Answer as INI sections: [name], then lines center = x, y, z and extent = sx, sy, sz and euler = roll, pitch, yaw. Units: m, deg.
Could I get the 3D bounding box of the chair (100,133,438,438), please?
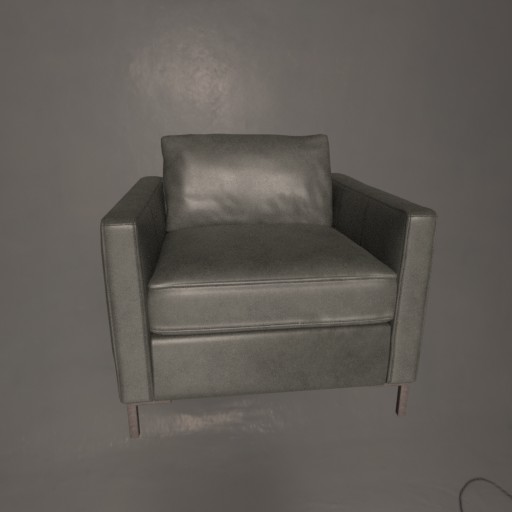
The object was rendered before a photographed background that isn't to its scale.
[chair]
center = 0.000, 0.000, 1.511
extent = 0.967, 0.824, 0.861
euler = -2, 18, -7
